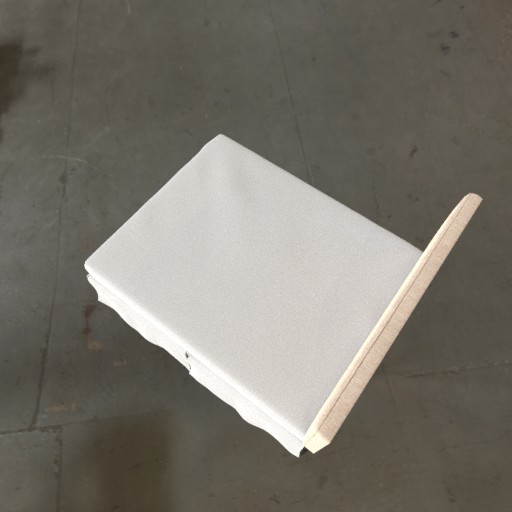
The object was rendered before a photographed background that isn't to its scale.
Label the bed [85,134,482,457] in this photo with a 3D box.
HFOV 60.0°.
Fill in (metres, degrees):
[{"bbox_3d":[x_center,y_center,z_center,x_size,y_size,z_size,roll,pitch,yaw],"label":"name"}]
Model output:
[{"bbox_3d":[0.000,0.000,3.001,1.978,1.270,1.643,34,67,16],"label":"bed"}]
